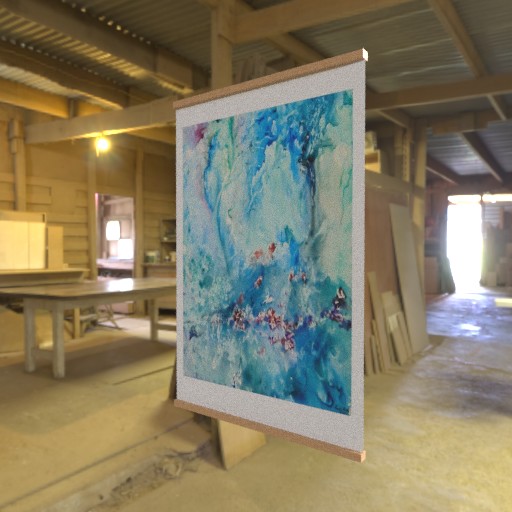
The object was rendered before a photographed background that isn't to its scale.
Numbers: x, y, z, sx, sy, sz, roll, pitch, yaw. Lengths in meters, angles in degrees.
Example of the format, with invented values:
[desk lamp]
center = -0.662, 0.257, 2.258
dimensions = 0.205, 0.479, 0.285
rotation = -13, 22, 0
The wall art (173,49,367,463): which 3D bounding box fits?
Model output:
[wall art]
center = 0.000, 0.000, 1.926
dimensions = 0.991, 1.510, 0.040
rotation = 1, 1, 36
